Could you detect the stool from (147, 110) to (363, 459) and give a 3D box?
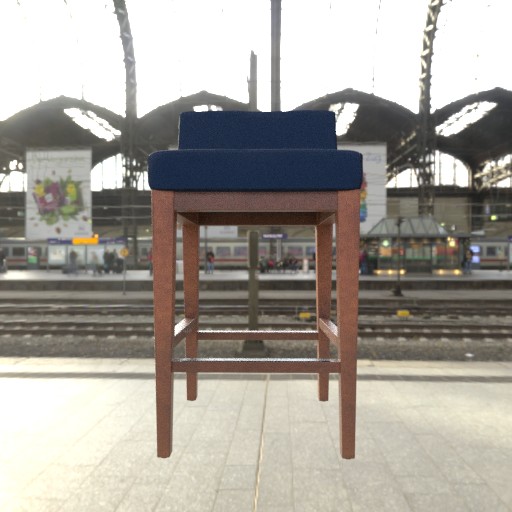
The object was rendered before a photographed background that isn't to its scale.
[{"bbox_3d":[0.000,0.000,1.258,0.511,0.945,0.516,0,0,1],"label":"stool"}]
